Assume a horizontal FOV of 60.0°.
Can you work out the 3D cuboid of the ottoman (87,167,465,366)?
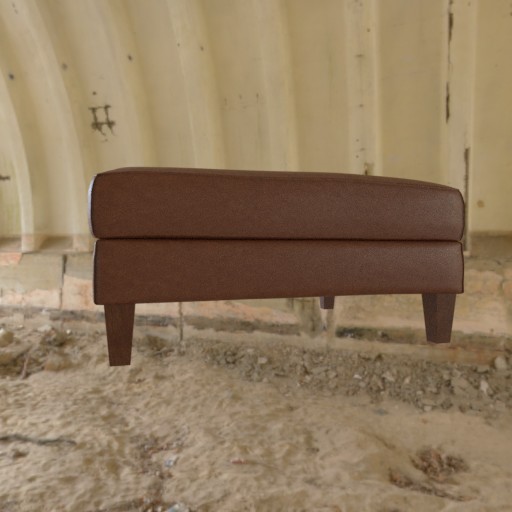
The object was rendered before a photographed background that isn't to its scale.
[{"bbox_3d":[0.000,0.000,1.467,0.987,0.472,0.836,0,1,-16],"label":"ottoman"}]
